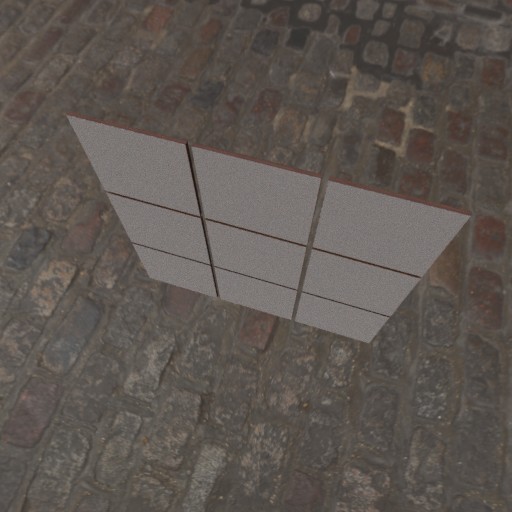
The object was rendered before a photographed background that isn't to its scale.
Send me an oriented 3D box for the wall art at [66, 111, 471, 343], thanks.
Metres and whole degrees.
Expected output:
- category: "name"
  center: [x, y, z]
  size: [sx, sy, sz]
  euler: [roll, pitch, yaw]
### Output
- category: "wall art"
  center: [0.000, 0.000, 1.873]
  size: [1.256, 1.246, 0.017]
  euler: [16, 64, 8]
